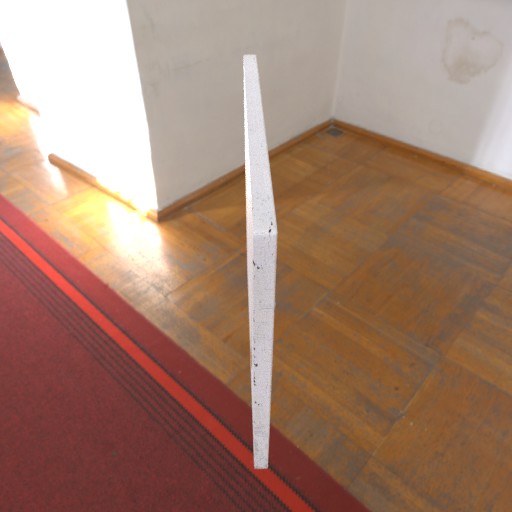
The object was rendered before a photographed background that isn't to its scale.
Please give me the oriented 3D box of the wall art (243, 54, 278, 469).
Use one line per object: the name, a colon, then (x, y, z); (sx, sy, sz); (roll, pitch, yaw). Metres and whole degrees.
wall art: (0.000, 0.000, 1.145); (0.038, 0.762, 0.762); (-1, 42, -2)
